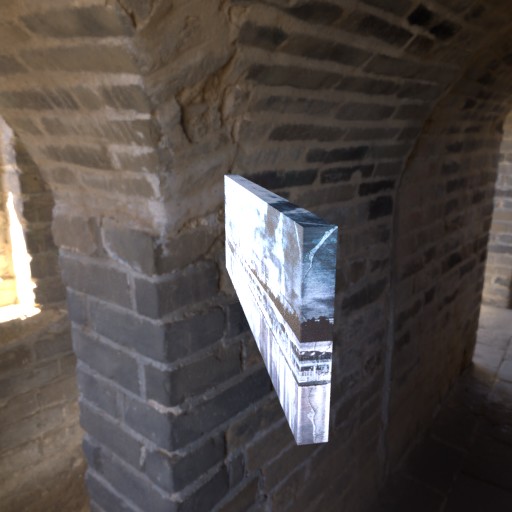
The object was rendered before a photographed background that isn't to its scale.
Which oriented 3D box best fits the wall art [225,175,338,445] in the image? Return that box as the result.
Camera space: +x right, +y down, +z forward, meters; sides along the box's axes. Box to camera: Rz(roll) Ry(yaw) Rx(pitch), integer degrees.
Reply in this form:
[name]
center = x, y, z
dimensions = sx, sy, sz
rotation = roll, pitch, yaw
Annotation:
[wall art]
center = 0.000, 0.000, 0.836
dimensions = 0.037, 0.251, 0.759
rotation = -2, 14, -10
